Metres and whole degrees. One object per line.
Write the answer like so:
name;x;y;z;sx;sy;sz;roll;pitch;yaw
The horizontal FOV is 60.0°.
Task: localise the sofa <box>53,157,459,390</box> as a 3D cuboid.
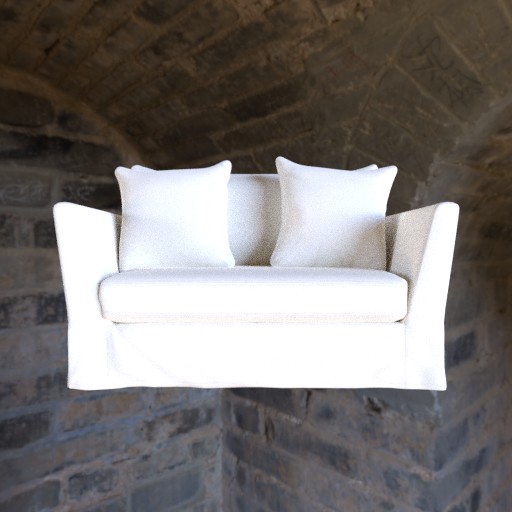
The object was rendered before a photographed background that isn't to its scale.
sofa;0.000;0.000;2.232;1.608;1.039;1.026;0;1;0
